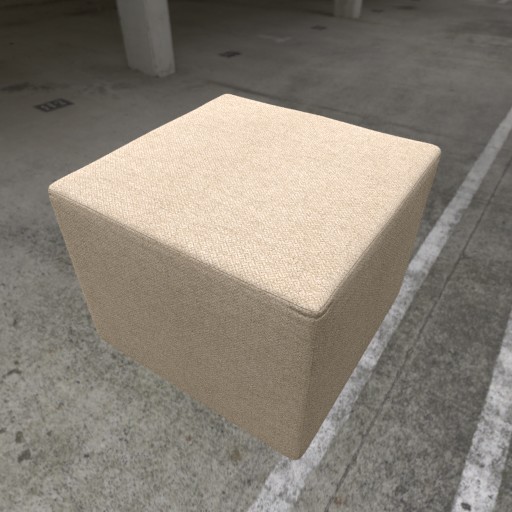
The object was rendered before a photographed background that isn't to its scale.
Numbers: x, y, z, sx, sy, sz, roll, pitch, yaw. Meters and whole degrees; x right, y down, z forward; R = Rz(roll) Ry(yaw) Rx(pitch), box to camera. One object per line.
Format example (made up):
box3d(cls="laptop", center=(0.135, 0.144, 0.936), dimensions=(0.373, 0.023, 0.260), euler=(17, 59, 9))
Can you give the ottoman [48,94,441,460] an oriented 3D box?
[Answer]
box3d(cls="ottoman", center=(0.000, 0.000, 0.887), dimensions=(0.508, 0.432, 0.508), euler=(23, 45, 25))
